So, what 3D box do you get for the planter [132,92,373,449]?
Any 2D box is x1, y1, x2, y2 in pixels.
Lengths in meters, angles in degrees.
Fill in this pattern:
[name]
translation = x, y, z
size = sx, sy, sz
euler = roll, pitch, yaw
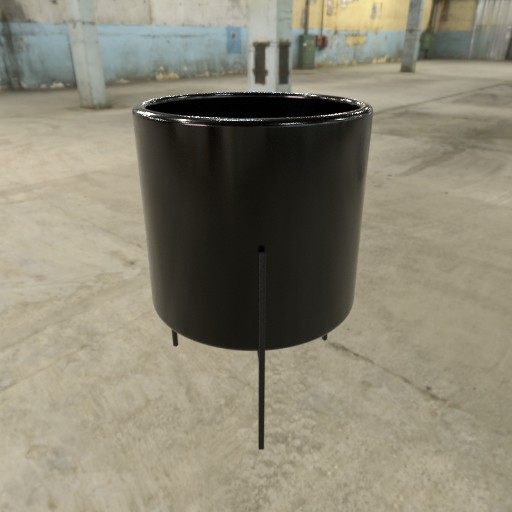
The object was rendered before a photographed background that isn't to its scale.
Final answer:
[planter]
translation = 0.000, 0.000, 0.656
size = 0.310, 0.432, 0.310
euler = -8, 27, -17
